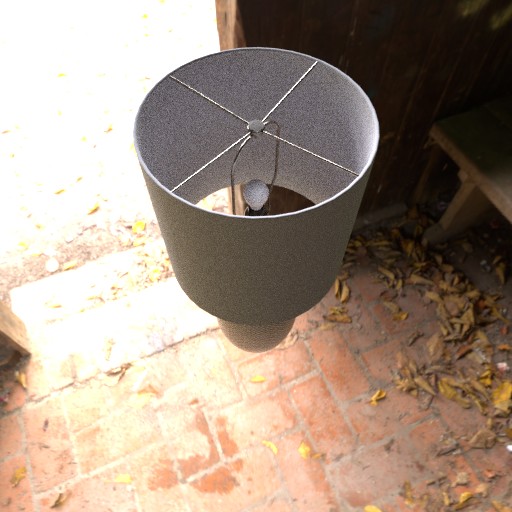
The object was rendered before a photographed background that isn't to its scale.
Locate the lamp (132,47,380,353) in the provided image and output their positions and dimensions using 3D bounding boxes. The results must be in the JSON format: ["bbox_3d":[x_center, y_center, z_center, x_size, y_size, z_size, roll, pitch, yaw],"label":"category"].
[{"bbox_3d":[0.000,0.000,0.584,0.217,0.453,0.217,33,64,19],"label":"lamp"}]
